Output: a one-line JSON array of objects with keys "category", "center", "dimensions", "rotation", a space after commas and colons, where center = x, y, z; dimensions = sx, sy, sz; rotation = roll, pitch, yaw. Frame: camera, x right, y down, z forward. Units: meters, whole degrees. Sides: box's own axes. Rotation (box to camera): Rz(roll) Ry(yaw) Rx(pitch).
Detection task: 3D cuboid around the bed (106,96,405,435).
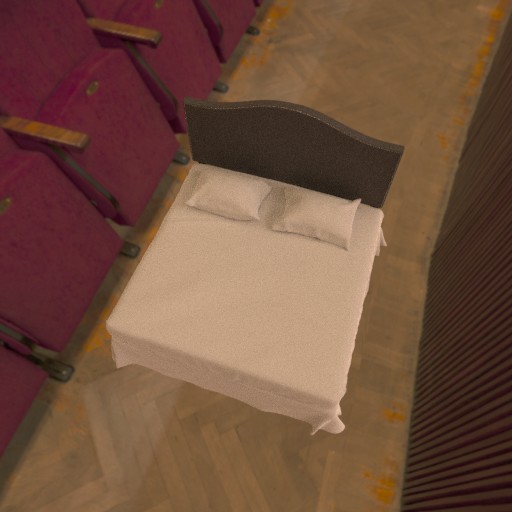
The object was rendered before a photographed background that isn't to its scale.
[{"category": "bed", "center": [0.000, 0.000, 3.844], "dimensions": [2.314, 1.651, 2.219], "rotation": [16, 59, 10]}]
